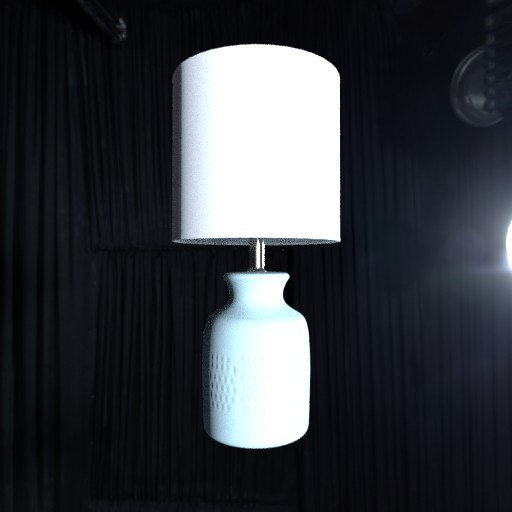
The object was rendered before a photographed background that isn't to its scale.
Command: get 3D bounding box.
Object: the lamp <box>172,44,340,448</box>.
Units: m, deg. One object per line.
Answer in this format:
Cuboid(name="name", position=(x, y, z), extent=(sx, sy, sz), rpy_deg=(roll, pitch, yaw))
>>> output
Cuboid(name="lamp", position=(0.000, 0.000, 1.121), extent=(0.418, 0.871, 0.418), rpy_deg=(0, -1, 0))
